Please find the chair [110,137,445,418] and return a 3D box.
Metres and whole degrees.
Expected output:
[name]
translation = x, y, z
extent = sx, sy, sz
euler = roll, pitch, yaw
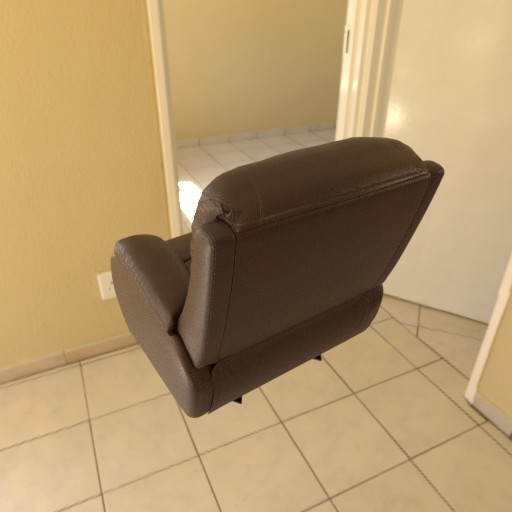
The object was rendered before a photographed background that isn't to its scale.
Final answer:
[chair]
translation = 0.000, 0.000, 1.718
extent = 0.930, 1.011, 0.899
euler = -19, 36, -29
